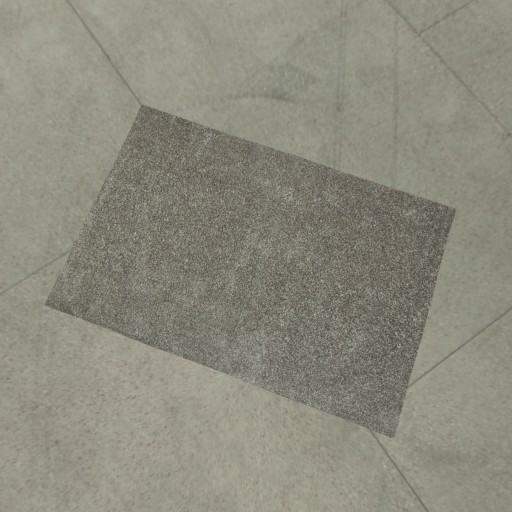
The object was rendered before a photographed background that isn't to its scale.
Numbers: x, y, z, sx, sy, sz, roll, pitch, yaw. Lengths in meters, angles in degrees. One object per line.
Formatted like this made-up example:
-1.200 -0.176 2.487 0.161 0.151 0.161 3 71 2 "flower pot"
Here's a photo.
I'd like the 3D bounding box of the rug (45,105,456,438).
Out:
0.000 0.000 3.401 2.699 0.026 1.802 20 76 5 "rug"
